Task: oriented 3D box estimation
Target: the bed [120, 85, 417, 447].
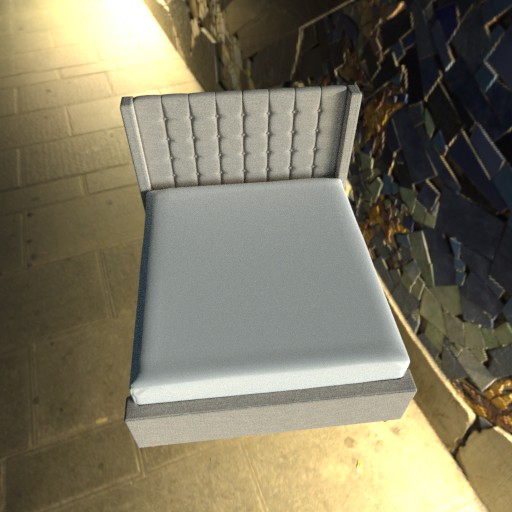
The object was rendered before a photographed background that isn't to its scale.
[{"bbox_3d":[0.000,0.000,3.668,2.044,1.748,2.372,-5,47,-4],"label":"bed"}]
